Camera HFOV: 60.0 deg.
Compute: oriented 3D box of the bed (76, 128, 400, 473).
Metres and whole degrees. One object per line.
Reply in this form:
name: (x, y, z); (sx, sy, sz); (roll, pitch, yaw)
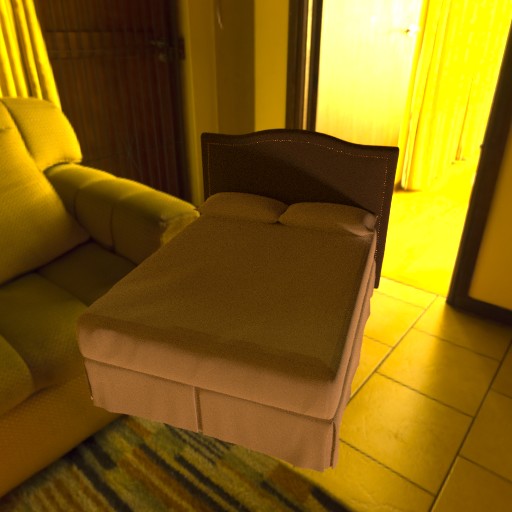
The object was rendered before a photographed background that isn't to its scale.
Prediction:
bed: (0.000, 0.000, 3.095); (1.666, 1.387, 2.036); (9, 28, 17)
